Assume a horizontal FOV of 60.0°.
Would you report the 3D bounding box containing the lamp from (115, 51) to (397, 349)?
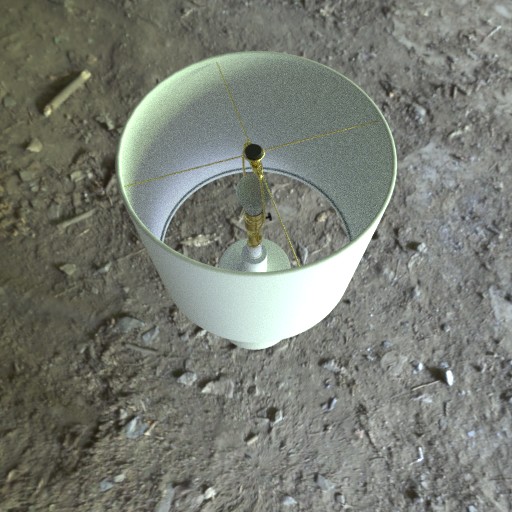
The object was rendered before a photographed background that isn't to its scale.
[{"bbox_3d":[0.000,0.000,0.716,0.301,0.533,0.301,-16,65,-8],"label":"lamp"}]
